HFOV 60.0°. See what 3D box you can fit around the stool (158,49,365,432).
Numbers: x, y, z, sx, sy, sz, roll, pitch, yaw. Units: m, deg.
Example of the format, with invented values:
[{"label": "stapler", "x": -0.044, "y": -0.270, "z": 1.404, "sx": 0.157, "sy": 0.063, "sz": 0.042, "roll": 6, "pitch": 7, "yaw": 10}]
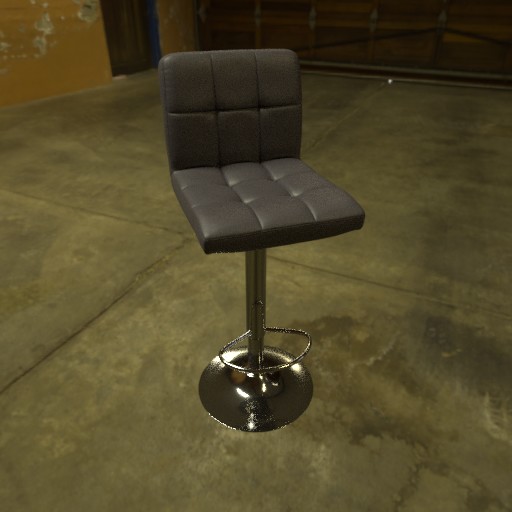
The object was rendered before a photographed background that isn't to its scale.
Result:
[{"label": "stool", "x": 0.000, "y": 0.000, "z": 1.365, "sx": 0.430, "sy": 1.115, "sz": 0.505, "roll": -10, "pitch": 32, "yaw": -16}]
